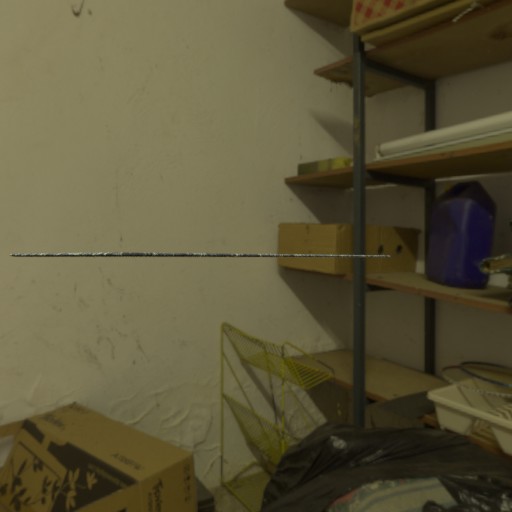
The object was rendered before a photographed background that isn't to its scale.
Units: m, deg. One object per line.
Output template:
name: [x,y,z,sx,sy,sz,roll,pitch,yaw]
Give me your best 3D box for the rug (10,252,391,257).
rug: [0.000,0.000,2.447,0.719,0.013,2.306,0,0,36]
